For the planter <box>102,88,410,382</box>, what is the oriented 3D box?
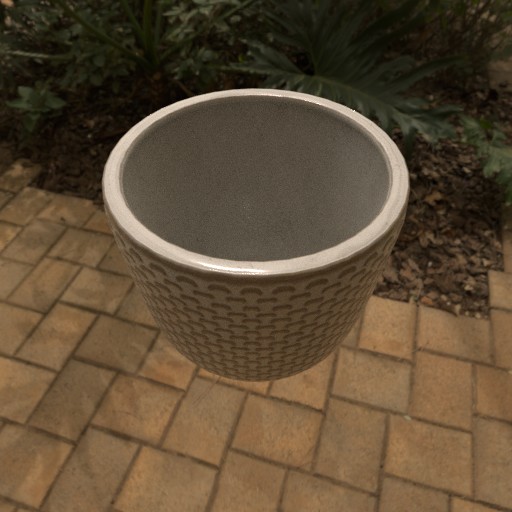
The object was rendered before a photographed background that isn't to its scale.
[{"bbox_3d":[0.000,0.000,0.309,0.173,0.160,0.173,0,48,0],"label":"planter"}]
